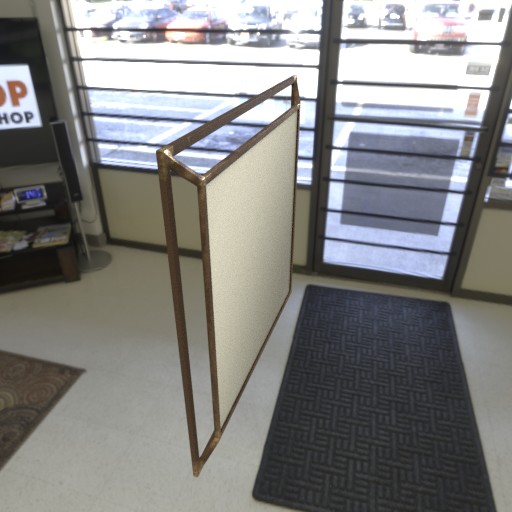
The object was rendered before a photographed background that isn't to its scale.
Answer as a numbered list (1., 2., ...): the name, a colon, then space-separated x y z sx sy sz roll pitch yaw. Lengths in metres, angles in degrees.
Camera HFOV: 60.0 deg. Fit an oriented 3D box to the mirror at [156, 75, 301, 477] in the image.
1. mirror: 0.000 0.000 0.908 0.032 0.610 0.610 10 32 17
